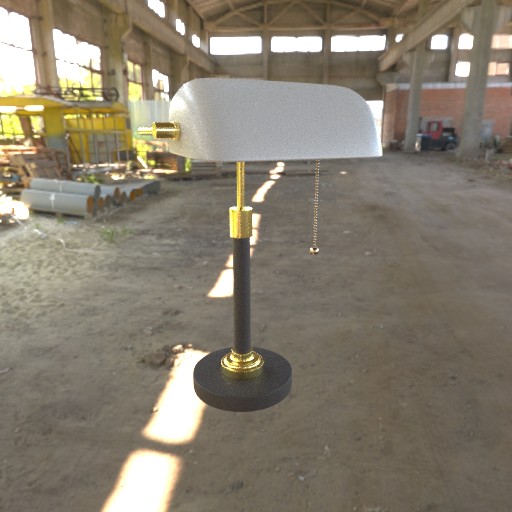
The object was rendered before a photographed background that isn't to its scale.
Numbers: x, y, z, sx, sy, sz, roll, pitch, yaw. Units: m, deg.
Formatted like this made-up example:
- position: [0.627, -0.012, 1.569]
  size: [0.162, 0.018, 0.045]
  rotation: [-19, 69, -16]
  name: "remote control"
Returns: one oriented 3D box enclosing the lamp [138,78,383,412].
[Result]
- position: [0.000, 0.000, 0.559]
  size: [0.269, 0.404, 0.227]
  rotation: [-8, 17, -27]
  name: "lamp"
